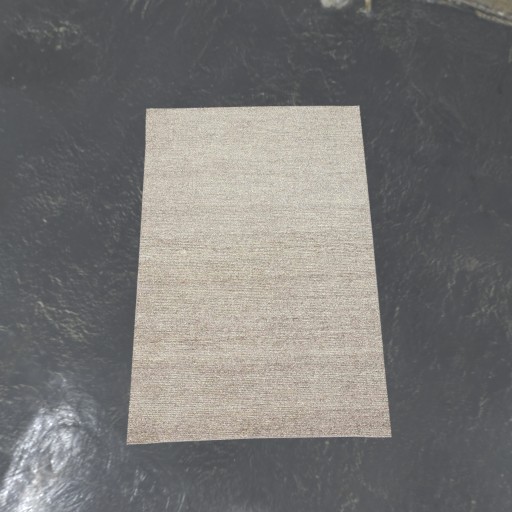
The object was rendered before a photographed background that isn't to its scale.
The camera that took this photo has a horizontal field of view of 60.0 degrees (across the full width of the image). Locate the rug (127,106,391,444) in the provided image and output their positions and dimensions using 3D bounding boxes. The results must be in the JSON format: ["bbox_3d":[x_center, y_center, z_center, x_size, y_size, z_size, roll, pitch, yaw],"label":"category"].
[{"bbox_3d":[0.000,0.000,3.006,1.609,0.030,2.342,-1,74,0],"label":"rug"}]
